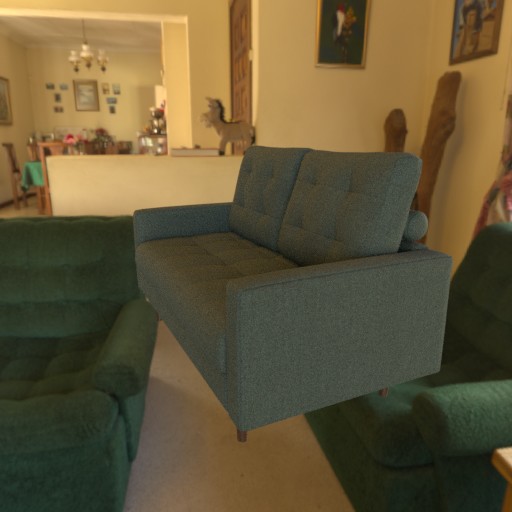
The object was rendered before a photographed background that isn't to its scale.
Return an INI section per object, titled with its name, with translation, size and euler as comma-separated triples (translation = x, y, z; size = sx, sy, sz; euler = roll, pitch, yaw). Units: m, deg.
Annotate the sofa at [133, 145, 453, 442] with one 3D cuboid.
[sofa]
translation = 0.000, 0.000, 1.931
size = 0.842, 0.907, 1.407
euler = -7, 17, -25
